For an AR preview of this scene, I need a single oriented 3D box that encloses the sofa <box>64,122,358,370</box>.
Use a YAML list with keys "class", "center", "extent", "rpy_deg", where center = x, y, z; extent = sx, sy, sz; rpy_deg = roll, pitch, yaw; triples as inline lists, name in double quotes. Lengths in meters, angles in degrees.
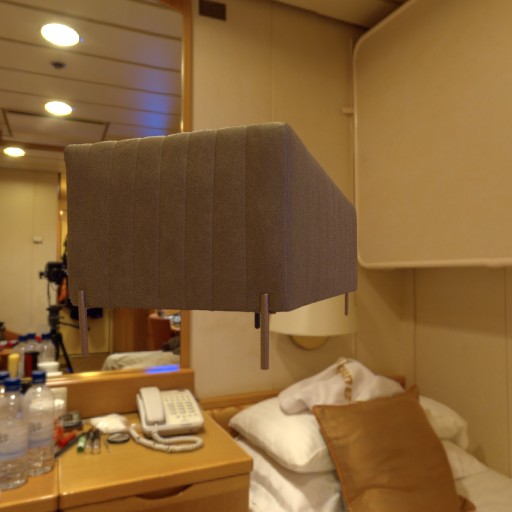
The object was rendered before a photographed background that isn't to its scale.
- class: "sofa"
  center: [0.000, 0.000, 2.380]
  extent: [0.876, 0.779, 1.980]
  rpy_deg: [-1, -3, 19]
